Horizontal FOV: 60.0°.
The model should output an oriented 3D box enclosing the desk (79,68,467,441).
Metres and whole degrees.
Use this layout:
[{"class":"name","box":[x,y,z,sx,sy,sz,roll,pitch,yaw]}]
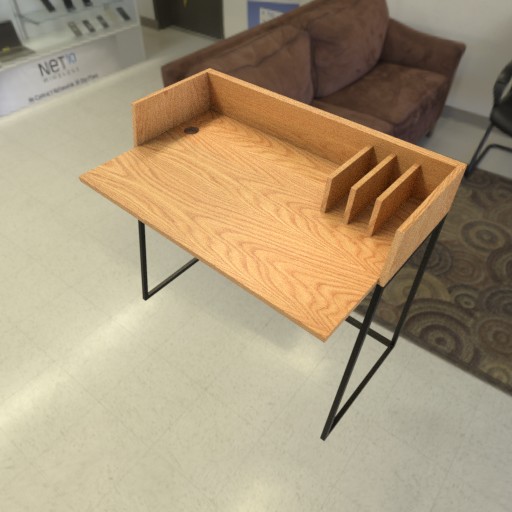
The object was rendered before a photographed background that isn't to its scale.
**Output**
[{"class":"desk","box":[0.000,0.000,1.906,1.191,1.061,0.769,31,53,27]}]
